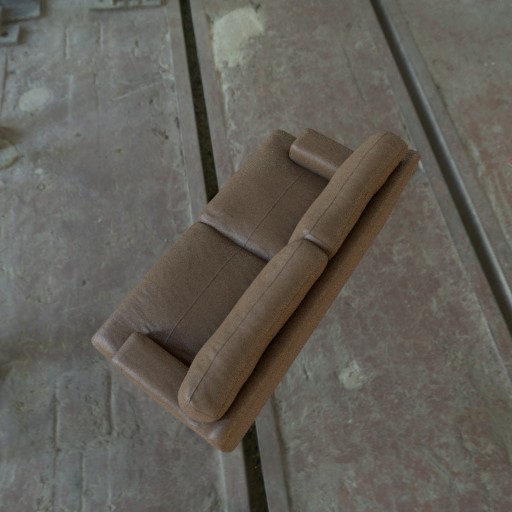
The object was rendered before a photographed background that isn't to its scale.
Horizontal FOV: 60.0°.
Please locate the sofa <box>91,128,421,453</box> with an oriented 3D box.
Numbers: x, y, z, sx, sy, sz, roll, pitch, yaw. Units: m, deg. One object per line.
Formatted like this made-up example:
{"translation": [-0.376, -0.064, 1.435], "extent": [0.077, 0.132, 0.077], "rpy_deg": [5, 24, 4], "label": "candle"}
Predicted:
{"translation": [0.000, 0.000, 2.509], "extent": [0.962, 0.980, 1.855], "rpy_deg": [32, 69, 14], "label": "sofa"}
